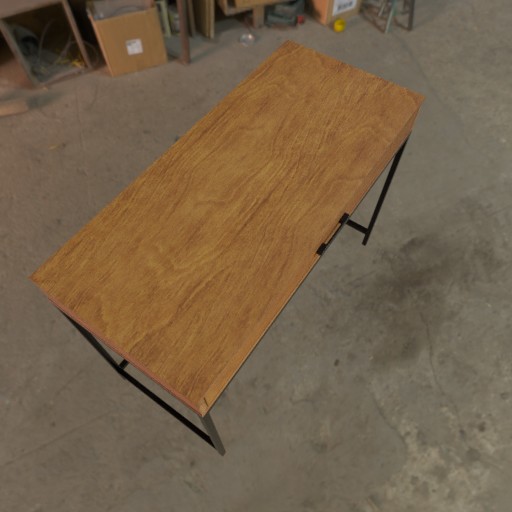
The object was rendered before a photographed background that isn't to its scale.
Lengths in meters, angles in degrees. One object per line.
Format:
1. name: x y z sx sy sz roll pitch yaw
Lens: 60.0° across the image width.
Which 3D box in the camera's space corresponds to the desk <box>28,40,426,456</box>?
1. desk: 0.000 0.000 1.412 0.470 0.762 1.016 31 64 17
